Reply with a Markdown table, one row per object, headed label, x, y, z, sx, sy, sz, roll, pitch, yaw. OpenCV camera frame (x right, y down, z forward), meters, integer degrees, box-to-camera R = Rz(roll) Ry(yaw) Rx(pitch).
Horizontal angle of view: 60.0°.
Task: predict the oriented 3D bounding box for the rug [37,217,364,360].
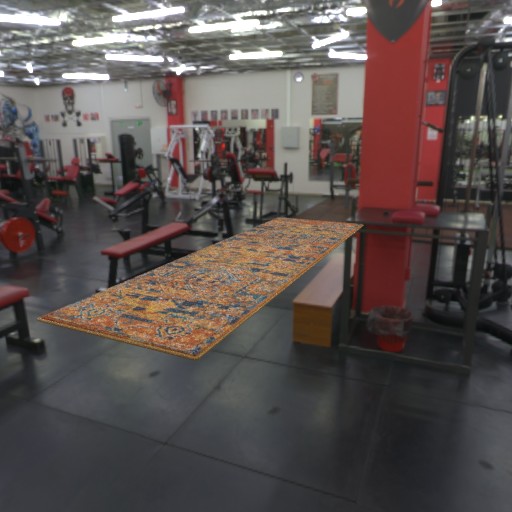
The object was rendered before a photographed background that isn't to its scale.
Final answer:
| label | x | y | z | sx | sy | sz | roll | pitch | yaw |
| --- | --- | --- | --- | --- | --- | --- | --- | --- | --- |
| rug | 0.000 | 0.000 | 1.970 | 0.556 | 0.013 | 1.820 | 7 | 17 | 25 |
